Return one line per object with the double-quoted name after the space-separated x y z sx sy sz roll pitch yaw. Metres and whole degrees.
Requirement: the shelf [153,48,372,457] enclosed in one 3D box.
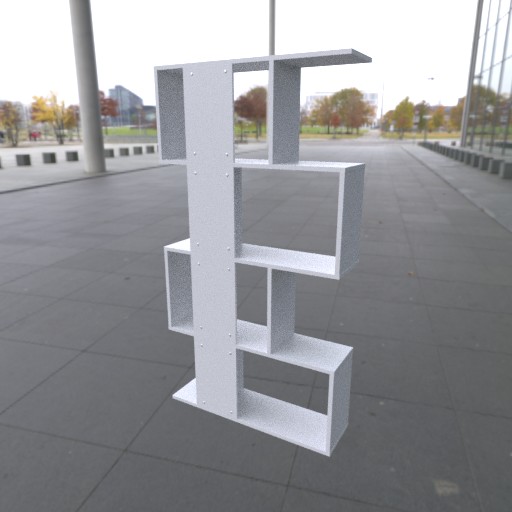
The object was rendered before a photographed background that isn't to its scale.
0.000 0.000 2.041 0.890 1.650 0.250 9 18 29 "shelf"
